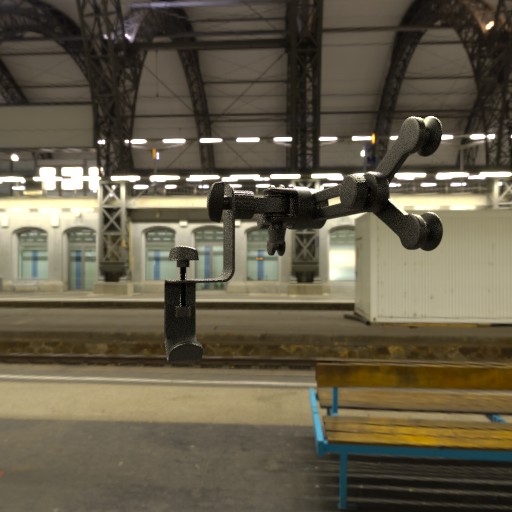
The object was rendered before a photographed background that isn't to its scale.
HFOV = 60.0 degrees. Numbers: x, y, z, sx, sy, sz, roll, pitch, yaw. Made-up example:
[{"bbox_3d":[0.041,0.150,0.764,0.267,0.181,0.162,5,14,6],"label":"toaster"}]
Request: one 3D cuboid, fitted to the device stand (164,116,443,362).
[{"bbox_3d":[0.000,0.000,0.364,0.142,0.166,0.270,0,-1,-18],"label":"device stand"}]
